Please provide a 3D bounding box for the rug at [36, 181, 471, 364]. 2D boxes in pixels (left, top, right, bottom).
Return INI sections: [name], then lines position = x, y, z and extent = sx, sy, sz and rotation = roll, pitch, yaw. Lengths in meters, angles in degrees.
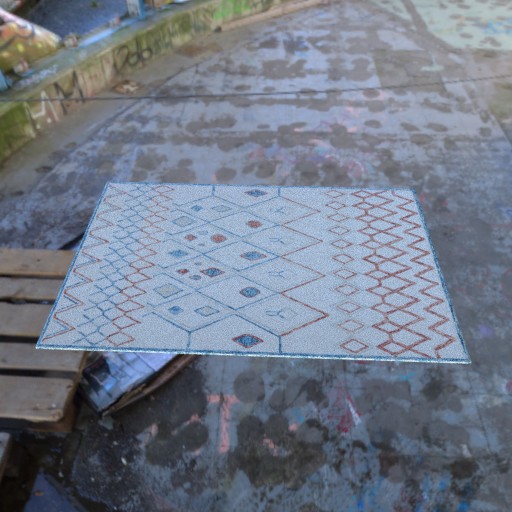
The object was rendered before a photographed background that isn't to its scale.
[rug]
position = 0.000, 0.000, 2.993
extent = 2.438, 0.015, 1.524
rotation = 2, 47, 2
